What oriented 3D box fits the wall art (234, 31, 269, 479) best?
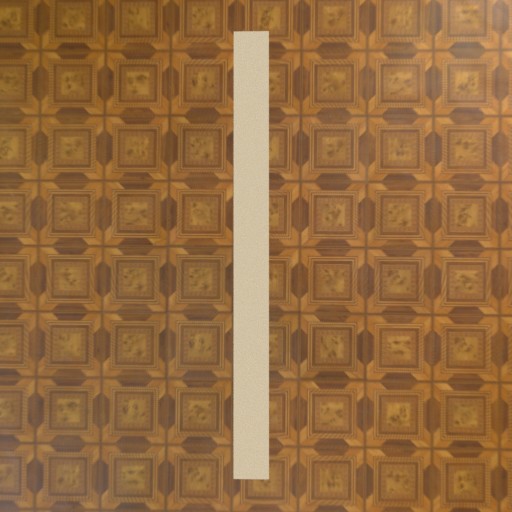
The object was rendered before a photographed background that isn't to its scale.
[{"bbox_3d":[0.000,0.000,0.758,0.040,0.509,0.509,0,90,1],"label":"wall art"}]
